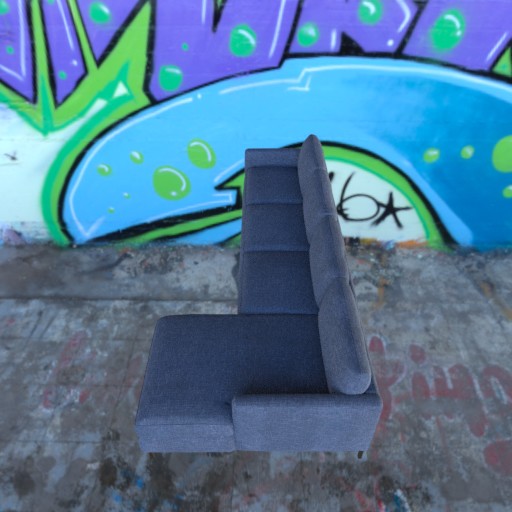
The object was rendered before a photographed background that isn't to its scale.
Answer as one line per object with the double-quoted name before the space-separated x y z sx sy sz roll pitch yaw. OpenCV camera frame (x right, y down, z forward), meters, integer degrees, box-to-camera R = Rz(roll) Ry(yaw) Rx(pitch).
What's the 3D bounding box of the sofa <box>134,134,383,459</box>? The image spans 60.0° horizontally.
"sofa" 0.000 0.000 3.512 1.350 0.810 2.932 0 41 0
